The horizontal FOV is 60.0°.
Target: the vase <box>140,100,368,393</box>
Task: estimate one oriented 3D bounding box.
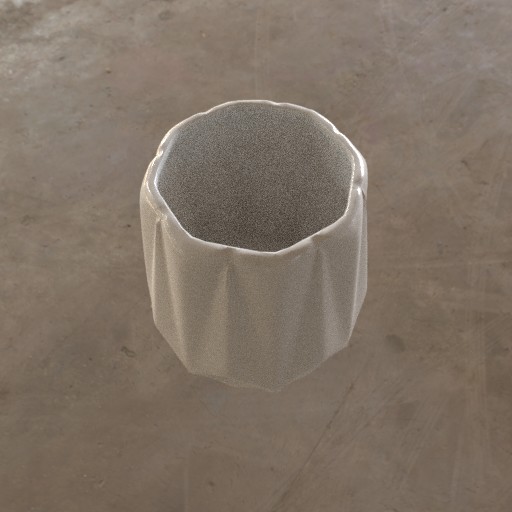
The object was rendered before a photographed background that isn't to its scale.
[{"bbox_3d":[0.000,0.000,0.269,0.141,0.152,0.141,0,58,0],"label":"vase"}]
